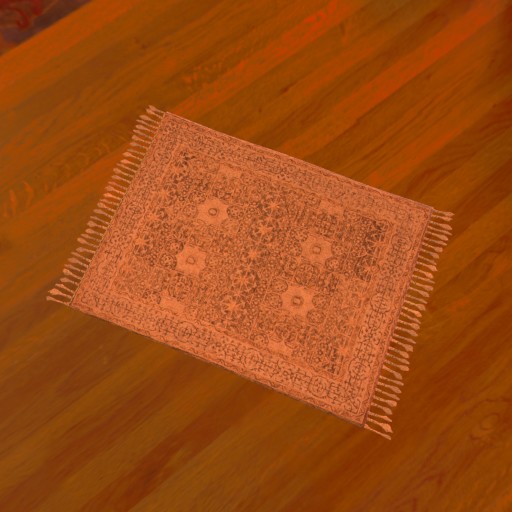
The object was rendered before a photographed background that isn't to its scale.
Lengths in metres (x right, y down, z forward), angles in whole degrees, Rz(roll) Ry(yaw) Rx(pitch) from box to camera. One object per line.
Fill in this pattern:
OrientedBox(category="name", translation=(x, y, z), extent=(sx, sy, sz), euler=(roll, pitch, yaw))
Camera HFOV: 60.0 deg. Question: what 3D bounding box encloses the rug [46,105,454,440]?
OrientedBox(category="rug", translation=(0.000, 0.000, 3.082), extent=(2.465, 0.023, 1.619), euler=(21, 77, 5))
